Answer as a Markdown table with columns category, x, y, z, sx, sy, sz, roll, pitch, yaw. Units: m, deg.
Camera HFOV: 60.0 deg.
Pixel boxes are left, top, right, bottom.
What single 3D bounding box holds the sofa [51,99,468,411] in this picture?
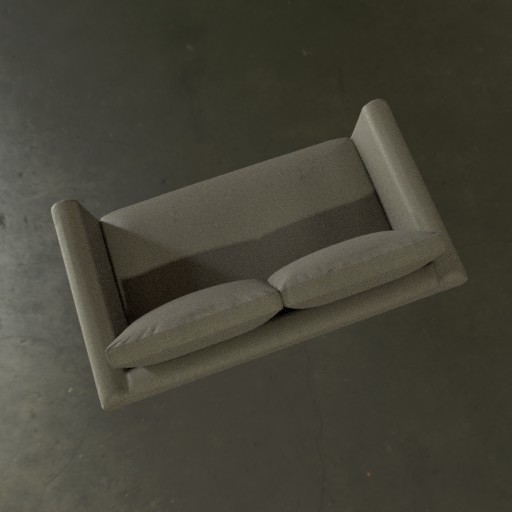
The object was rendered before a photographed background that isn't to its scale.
| category | x | y | z | sx | sy | sz | roll | pitch | yaw |
| --- | --- | --- | --- | --- | --- | --- | --- | --- | --- |
| sofa | 0.000 | 0.000 | 2.112 | 1.598 | 0.873 | 0.899 | -19 | 78 | -4 |
